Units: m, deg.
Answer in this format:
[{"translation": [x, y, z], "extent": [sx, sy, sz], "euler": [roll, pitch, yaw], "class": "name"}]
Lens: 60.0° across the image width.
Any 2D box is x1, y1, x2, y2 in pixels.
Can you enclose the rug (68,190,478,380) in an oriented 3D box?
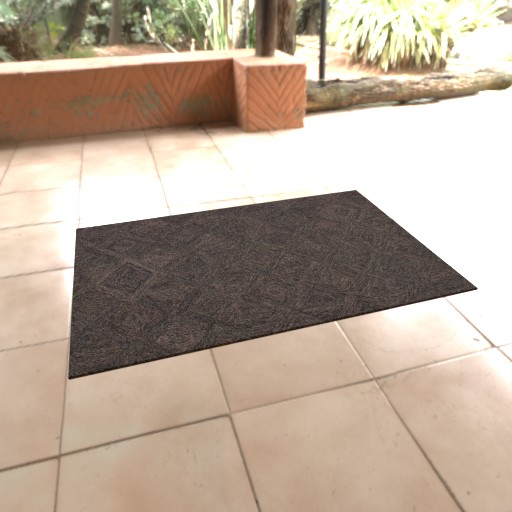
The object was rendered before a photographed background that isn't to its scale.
[{"translation": [0.000, 0.000, 2.945], "extent": [2.298, 0.017, 1.501], "euler": [-10, 34, -15], "class": "rug"}]
